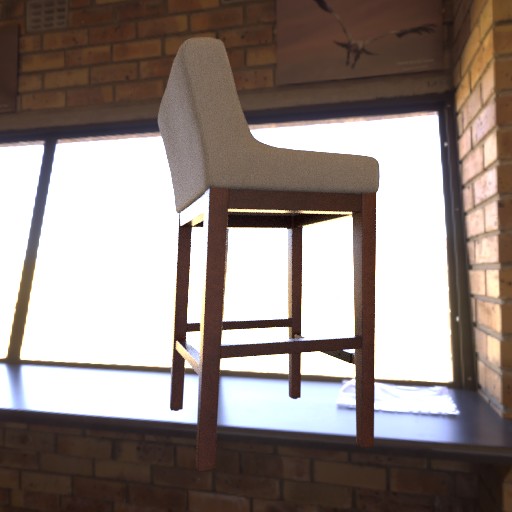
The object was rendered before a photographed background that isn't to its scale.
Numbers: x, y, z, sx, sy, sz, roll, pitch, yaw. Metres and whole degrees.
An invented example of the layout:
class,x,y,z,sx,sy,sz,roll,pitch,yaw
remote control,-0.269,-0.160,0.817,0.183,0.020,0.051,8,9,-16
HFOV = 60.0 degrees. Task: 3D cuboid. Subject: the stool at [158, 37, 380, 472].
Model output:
class,x,y,z,sx,sy,sz,roll,pitch,yaw
stool,0.000,0.000,1.226,0.500,0.937,0.511,1,-2,-18
